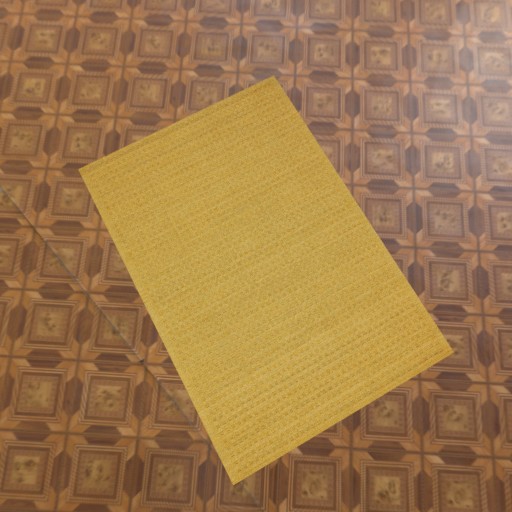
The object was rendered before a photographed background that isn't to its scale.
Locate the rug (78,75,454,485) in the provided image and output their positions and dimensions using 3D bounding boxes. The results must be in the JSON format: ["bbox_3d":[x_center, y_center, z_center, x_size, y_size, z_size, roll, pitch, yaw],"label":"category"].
[{"bbox_3d":[0.000,0.000,3.709,1.981,0.006,2.895,-28,77,-7],"label":"rug"}]
